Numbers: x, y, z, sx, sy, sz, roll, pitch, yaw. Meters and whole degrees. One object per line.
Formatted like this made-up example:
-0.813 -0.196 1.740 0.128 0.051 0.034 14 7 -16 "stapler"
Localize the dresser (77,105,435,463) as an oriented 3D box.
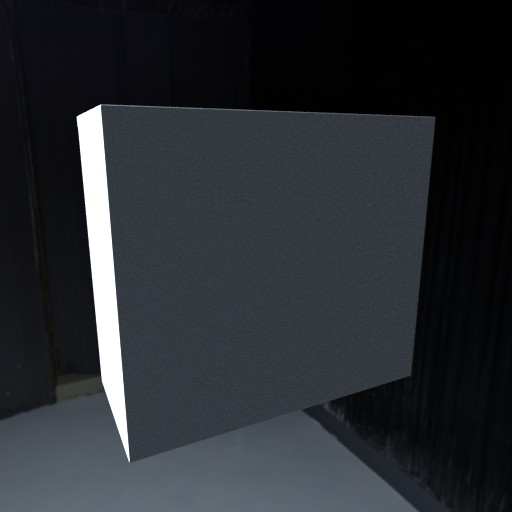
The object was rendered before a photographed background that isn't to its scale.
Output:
0.000 0.000 1.236 0.830 0.740 0.420 -7 16 -26 "dresser"
